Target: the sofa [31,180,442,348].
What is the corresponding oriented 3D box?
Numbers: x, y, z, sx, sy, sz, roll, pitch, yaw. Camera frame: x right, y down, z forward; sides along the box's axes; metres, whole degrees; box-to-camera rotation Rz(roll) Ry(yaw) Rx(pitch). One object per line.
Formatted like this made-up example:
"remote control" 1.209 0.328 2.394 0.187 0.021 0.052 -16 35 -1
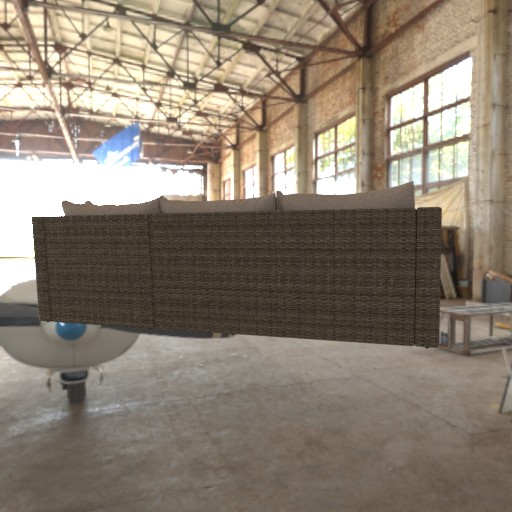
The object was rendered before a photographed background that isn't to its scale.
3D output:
"sofa" 0.000 0.000 3.010 2.192 0.766 1.662 1 2 18
